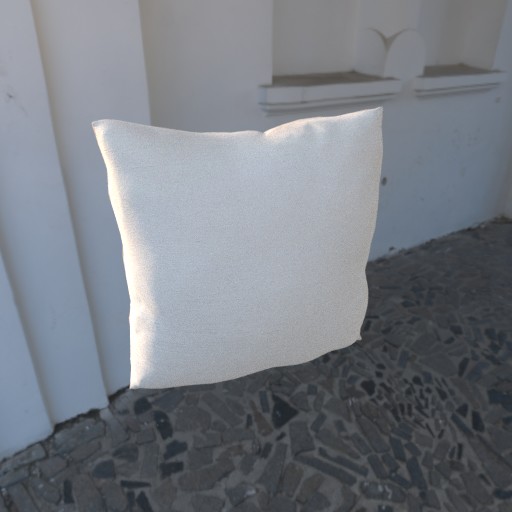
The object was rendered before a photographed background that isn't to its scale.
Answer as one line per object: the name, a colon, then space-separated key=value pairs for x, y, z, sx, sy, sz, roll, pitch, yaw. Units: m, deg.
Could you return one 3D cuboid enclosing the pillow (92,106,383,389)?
pillow: x=0.000 y=0.000 z=0.720 sx=0.450 sy=0.448 sz=0.245 roll=-9 pitch=27 yaw=-17
